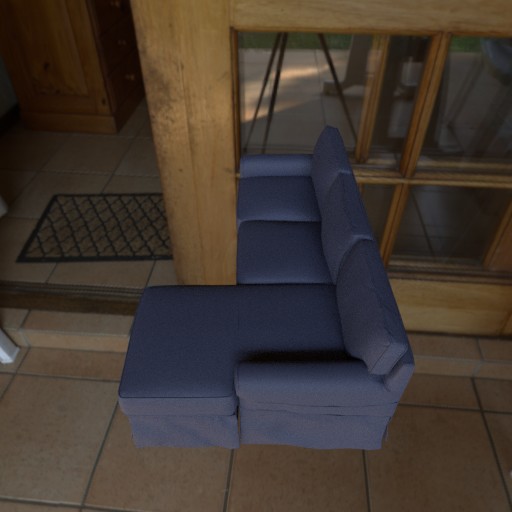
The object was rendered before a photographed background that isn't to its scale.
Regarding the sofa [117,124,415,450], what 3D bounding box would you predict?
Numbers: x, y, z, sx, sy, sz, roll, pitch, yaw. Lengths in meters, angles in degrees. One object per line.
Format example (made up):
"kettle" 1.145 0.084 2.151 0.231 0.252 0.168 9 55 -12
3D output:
"sofa" 0.000 0.000 3.373 1.637 1.039 2.518 0 42 -1
